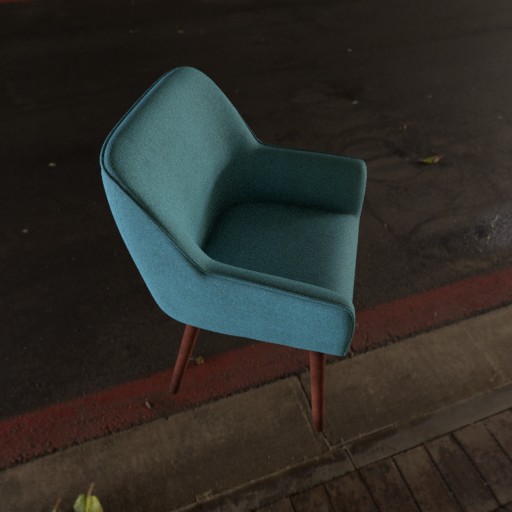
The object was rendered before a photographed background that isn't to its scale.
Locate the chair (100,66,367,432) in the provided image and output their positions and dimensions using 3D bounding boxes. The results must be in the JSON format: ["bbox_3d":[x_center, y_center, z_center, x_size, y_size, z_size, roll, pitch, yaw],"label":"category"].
[{"bbox_3d":[0.000,0.000,1.163,0.519,0.803,0.543,9,45,9],"label":"chair"}]
